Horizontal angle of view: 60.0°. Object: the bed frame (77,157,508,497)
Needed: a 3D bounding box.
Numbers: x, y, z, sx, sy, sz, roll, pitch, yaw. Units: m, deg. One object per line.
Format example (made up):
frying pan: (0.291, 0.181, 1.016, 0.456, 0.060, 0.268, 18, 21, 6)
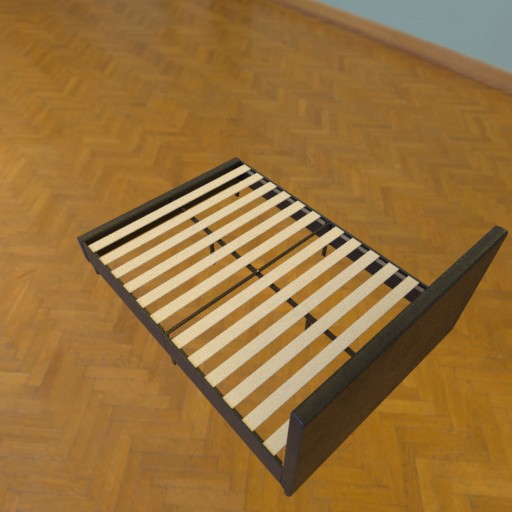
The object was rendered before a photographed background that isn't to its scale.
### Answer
bed frame: (0.000, 0.000, 2.800, 1.469, 1.046, 2.152, -33, 55, -27)
